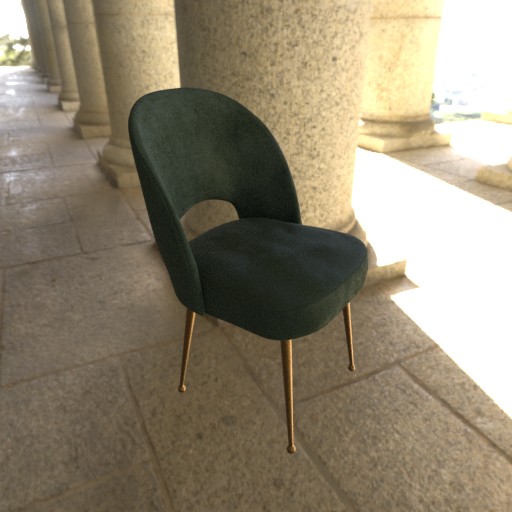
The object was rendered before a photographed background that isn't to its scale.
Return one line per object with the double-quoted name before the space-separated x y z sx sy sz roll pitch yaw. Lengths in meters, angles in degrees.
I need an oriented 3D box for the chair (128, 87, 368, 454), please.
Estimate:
"chair" 0.000 0.000 1.258 0.577 0.860 0.527 17 31 31
